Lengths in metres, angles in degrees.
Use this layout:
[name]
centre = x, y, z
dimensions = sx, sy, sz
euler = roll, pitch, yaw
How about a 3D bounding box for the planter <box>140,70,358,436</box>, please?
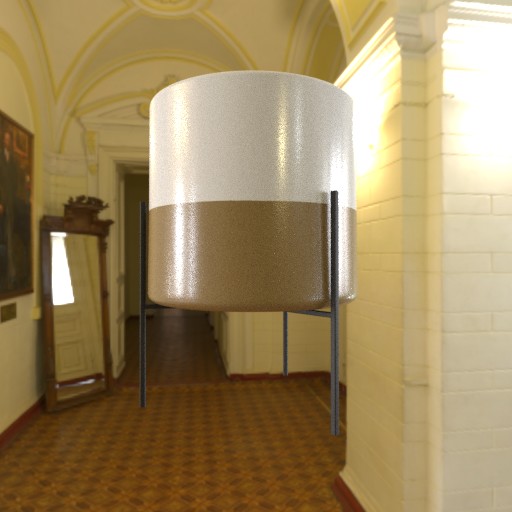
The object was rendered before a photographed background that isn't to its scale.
[planter]
centre = 0.000, 0.000, 0.661
dimensions = 0.310, 0.432, 0.310
euler = 0, -1, 37
